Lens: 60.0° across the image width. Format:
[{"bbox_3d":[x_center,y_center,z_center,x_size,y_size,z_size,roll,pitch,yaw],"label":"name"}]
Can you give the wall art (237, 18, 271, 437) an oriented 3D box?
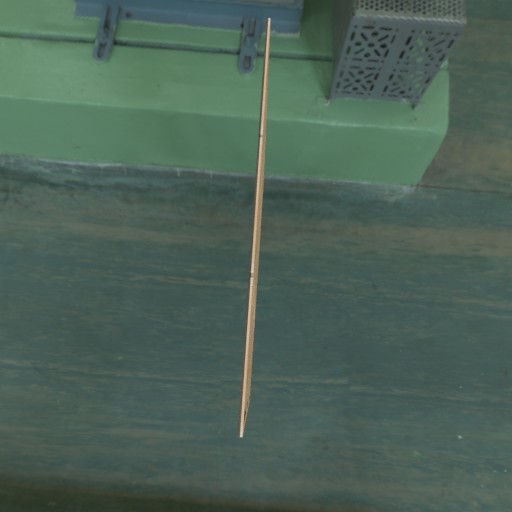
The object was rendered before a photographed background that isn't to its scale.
[{"bbox_3d":[0.000,0.000,1.814,0.013,1.218,1.216,4,76,1],"label":"wall art"}]
